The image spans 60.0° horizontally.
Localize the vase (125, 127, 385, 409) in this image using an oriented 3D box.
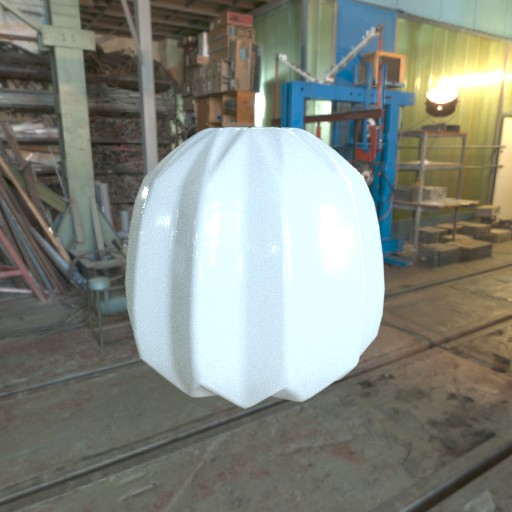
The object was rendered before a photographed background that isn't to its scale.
[{"bbox_3d":[0.000,0.000,0.243,0.139,0.134,0.139,0,14,0],"label":"vase"}]
